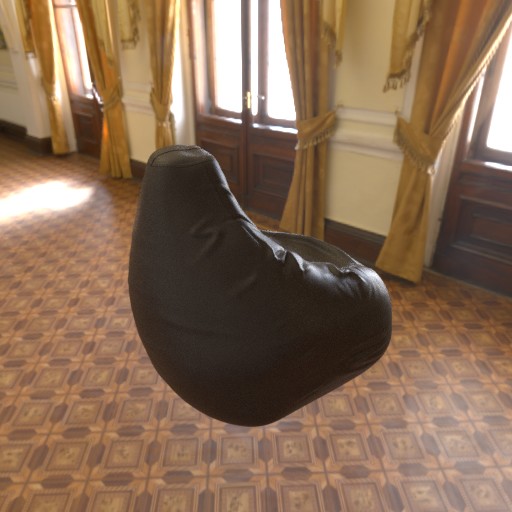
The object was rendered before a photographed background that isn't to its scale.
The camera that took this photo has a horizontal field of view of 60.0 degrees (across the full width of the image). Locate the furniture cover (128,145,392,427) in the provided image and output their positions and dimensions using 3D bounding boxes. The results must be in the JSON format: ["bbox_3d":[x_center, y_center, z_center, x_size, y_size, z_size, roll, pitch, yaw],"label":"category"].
[{"bbox_3d":[0.000,0.000,1.885,1.070,0.990,1.070,-17,31,-30],"label":"furniture cover"}]
